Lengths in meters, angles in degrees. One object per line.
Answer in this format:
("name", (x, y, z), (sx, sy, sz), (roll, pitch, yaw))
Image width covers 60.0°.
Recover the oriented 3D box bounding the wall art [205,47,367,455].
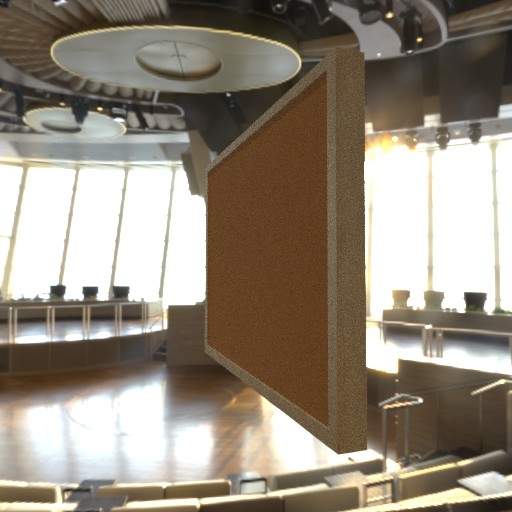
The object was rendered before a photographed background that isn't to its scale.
("wall art", (0.000, 0.000, 0.668), (0.032, 0.380, 0.532), (1, -2, -20))
